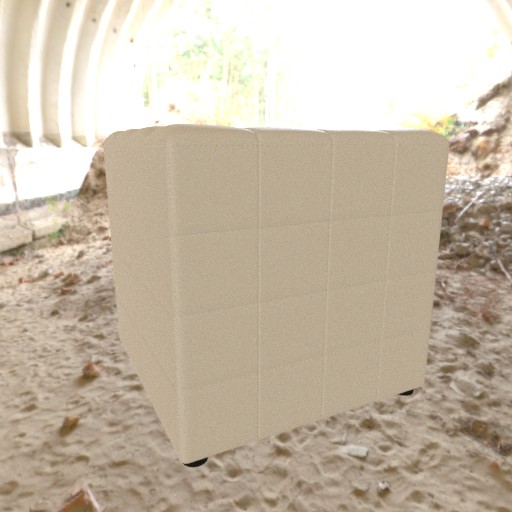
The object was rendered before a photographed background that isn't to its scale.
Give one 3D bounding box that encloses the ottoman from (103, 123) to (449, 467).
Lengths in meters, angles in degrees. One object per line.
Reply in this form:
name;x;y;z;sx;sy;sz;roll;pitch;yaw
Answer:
ottoman;0.000;0.000;0.782;0.425;0.432;0.425;-7;16;-26
